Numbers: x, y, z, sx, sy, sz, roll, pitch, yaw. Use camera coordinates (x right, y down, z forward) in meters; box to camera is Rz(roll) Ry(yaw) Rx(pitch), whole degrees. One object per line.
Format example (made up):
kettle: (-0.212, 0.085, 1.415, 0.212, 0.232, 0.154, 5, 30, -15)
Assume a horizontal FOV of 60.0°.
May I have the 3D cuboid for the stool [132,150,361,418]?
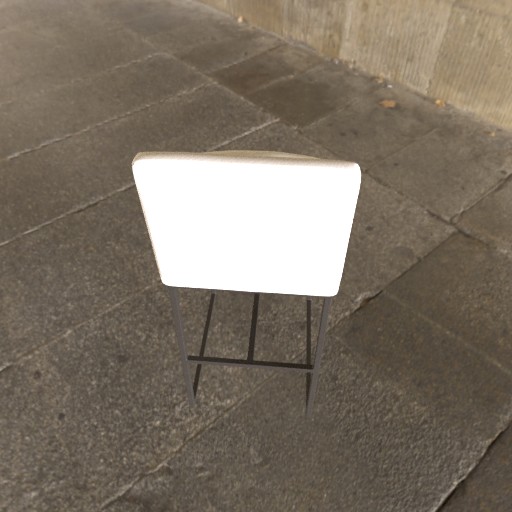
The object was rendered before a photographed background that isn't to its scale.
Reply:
stool: (0.000, 0.000, 1.401, 0.464, 1.061, 0.573, 4, 46, 3)
